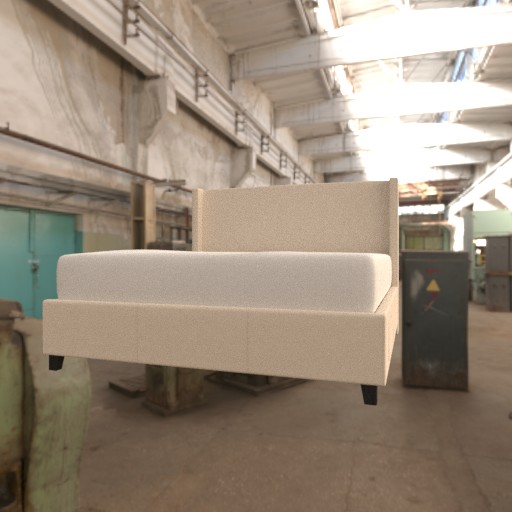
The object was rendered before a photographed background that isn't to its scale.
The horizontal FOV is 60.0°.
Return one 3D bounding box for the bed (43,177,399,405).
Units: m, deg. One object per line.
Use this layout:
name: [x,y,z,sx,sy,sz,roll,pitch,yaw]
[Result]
bed: [0.000,0.000,3.579,2.145,1.471,2.293,0,0,19]
